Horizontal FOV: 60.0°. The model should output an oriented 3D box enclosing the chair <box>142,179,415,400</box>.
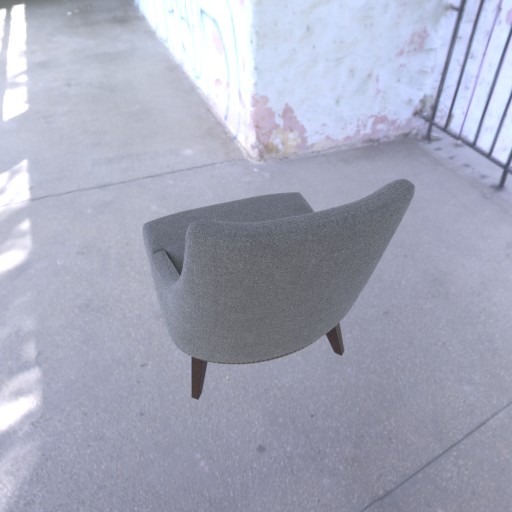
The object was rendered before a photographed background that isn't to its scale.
[{"bbox_3d":[0.000,0.000,1.518,0.701,0.909,0.861,-13,44,-14],"label":"chair"}]
